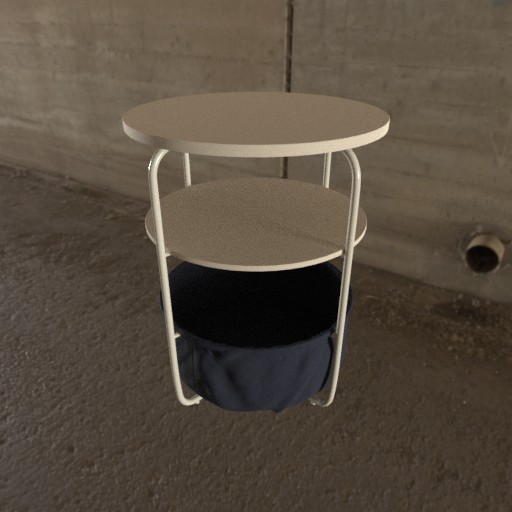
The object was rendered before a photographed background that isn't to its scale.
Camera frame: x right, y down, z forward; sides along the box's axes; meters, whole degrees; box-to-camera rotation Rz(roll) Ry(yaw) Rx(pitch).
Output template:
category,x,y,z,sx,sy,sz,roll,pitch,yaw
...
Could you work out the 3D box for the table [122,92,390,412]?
category,x,y,z,sx,sy,sz,roll,pitch,yaw
table,0.000,0.000,0.844,0.418,0.532,0.418,0,29,1
